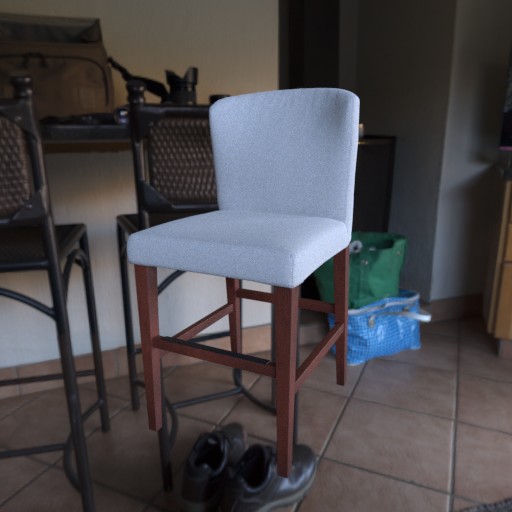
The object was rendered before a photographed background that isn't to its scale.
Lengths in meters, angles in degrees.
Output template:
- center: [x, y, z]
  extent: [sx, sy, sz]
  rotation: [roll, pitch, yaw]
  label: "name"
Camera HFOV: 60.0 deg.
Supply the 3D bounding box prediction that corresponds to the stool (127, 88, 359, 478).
- center: [0.000, 0.000, 1.290]
  extent: [0.479, 0.968, 0.568]
  rotation: [7, 16, 26]
  label: "stool"
